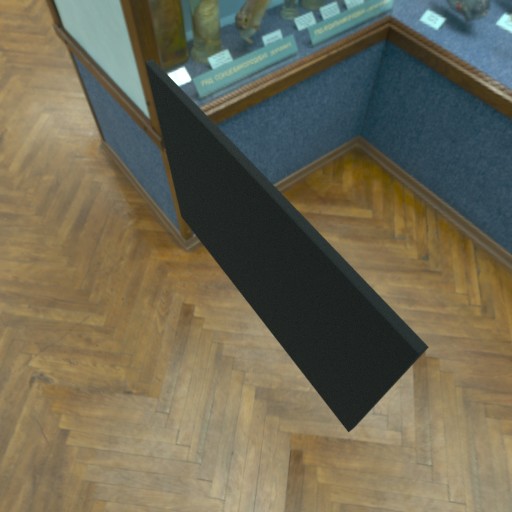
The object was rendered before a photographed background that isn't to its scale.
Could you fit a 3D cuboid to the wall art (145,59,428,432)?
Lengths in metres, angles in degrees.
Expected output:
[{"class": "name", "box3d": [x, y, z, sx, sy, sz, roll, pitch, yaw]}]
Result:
[{"class": "wall art", "box3d": [0.000, 0.000, 1.217, 0.026, 0.656, 0.958, -31, 63, -18]}]
